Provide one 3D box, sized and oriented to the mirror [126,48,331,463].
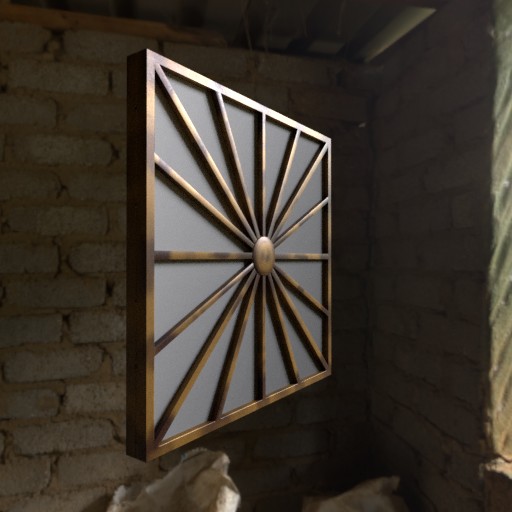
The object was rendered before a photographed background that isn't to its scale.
[{"bbox_3d":[0.000,0.000,0.758,0.042,0.507,0.509,0,0,36],"label":"mirror"}]
